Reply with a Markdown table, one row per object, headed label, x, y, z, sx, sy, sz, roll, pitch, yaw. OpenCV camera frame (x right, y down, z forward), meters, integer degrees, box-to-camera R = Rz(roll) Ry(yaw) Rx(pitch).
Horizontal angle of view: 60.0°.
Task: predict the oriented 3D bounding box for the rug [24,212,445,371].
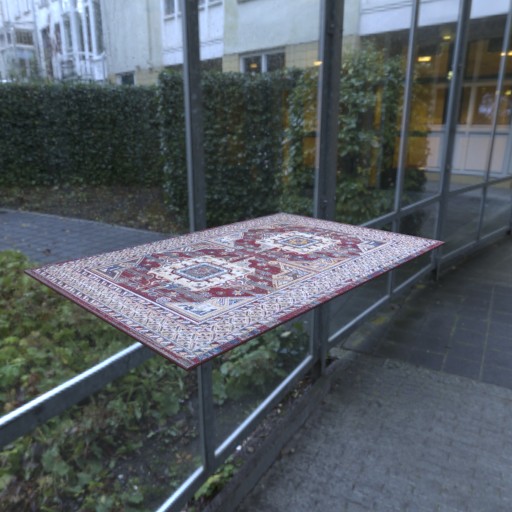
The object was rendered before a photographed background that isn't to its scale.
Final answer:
| label | x | y | z | sx | sy | sz | roll | pitch | yaw |
| --- | --- | --- | --- | --- | --- | --- | --- | --- | --- |
| rug | 0.000 | 0.000 | 5.692 | 3.033 | 0.033 | 4.578 | 16 | 23 | 41 |
